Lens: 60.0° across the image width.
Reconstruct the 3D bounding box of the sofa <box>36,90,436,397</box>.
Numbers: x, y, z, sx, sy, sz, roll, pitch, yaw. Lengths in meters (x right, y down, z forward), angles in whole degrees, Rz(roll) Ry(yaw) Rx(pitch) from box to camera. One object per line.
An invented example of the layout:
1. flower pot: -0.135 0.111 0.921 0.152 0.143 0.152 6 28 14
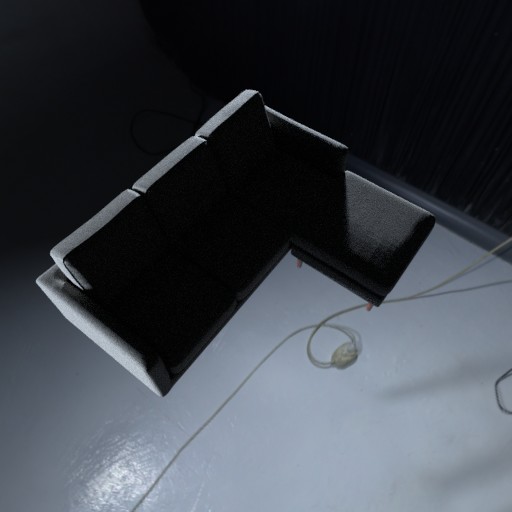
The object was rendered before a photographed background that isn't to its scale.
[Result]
1. sofa: 0.000 0.000 2.923 1.667 0.957 2.055 33 63 19
